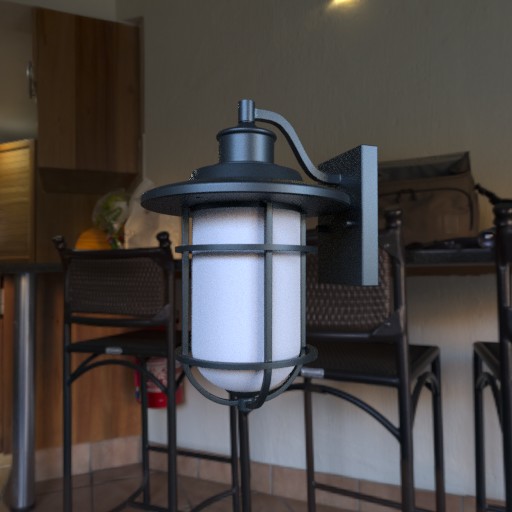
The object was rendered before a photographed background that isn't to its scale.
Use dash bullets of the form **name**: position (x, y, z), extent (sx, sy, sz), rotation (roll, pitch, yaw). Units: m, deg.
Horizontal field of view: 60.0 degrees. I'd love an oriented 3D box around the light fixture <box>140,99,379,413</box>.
- **light fixture**: position (0.000, 0.000, 0.497), extent (0.252, 0.345, 0.222), rotation (1, -2, -20)
